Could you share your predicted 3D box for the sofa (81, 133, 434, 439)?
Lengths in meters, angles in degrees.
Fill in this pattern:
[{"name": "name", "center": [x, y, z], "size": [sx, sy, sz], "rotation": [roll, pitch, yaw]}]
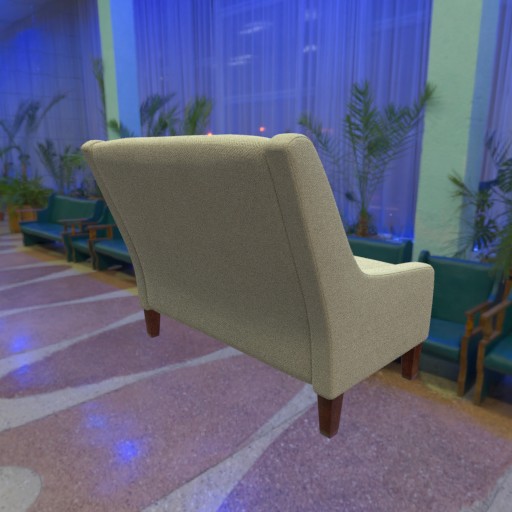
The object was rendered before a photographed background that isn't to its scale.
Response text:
[{"name": "sofa", "center": [0.000, 0.000, 1.903], "size": [0.946, 0.976, 1.212], "rotation": [-13, 18, -42]}]
